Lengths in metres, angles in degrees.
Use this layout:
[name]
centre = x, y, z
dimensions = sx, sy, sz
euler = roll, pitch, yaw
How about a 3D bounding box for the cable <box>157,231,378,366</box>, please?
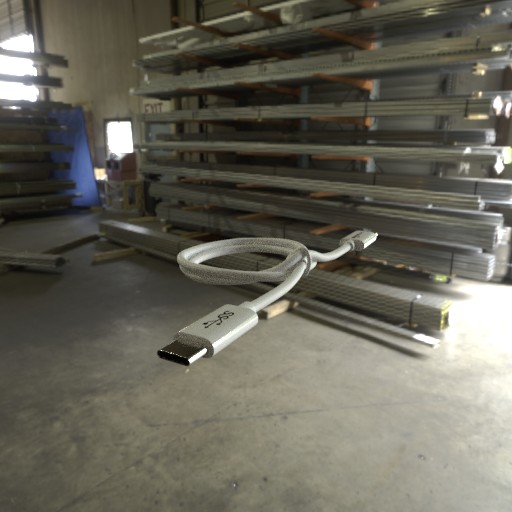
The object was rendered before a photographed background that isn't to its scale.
[cable]
centre = 0.000, 0.000, 0.208
dimensions = 0.070, 0.014, 0.186
euler = 8, 17, 28
